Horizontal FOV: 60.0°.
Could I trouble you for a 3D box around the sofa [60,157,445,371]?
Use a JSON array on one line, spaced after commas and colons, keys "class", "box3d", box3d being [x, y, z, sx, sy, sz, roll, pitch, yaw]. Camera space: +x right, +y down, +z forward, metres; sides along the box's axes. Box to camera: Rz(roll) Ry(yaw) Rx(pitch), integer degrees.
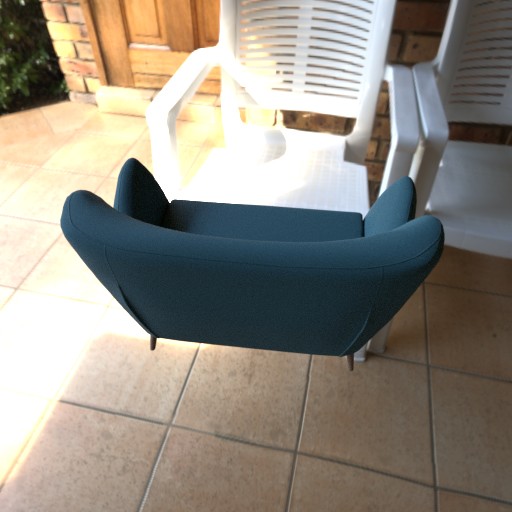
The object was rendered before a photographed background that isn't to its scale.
[{"class": "sofa", "box3d": [0.000, 0.000, 1.957, 1.397, 0.889, 0.889, 5, 45, 5]}]
